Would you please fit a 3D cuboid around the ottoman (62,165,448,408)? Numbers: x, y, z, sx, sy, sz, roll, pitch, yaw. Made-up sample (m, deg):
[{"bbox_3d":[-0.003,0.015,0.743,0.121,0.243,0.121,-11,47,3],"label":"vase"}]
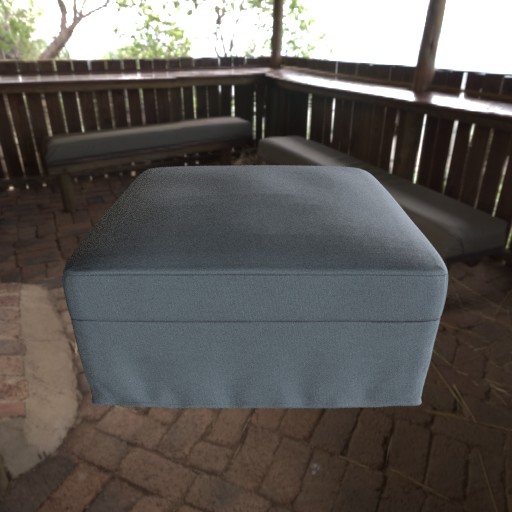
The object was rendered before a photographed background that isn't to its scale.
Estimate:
[{"bbox_3d":[0.000,0.000,1.358,0.843,0.441,0.842,0,26,0],"label":"ottoman"}]
